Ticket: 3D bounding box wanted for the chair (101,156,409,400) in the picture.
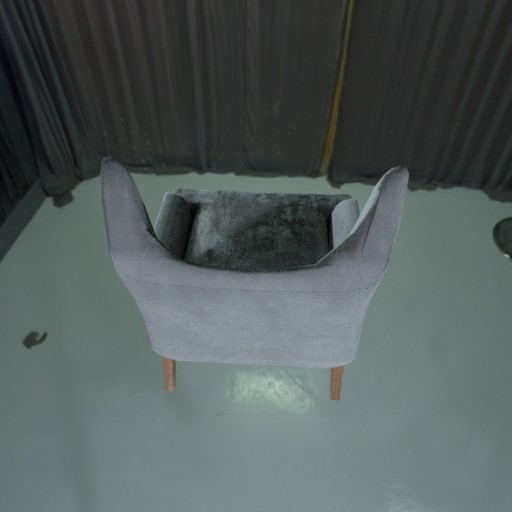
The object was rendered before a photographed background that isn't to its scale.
[{"bbox_3d":[0.000,0.000,1.549,0.784,0.950,0.906,2,46,2],"label":"chair"}]
